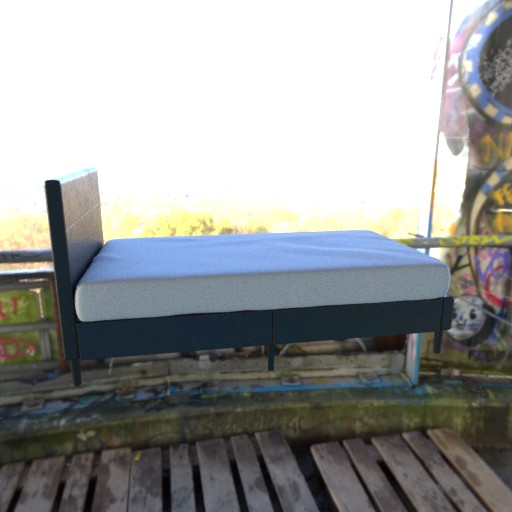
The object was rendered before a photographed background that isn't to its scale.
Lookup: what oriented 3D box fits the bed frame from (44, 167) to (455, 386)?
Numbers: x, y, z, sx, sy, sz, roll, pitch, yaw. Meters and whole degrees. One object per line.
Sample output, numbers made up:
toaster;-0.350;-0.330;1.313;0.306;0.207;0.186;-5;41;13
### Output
bed frame;0.000;0.000;2.609;2.152;1.046;1.038;-3;15;-10
